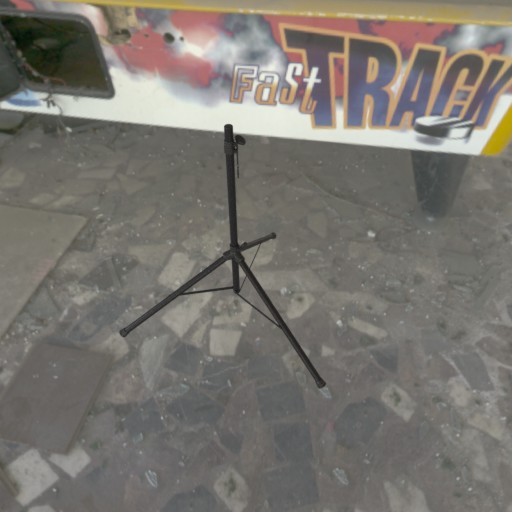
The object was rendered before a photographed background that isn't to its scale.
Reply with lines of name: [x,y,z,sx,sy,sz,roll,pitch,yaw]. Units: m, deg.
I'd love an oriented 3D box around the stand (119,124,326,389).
stand: [0.000,0.000,2.764,1.596,1.595,1.339,-33,54,-27]
